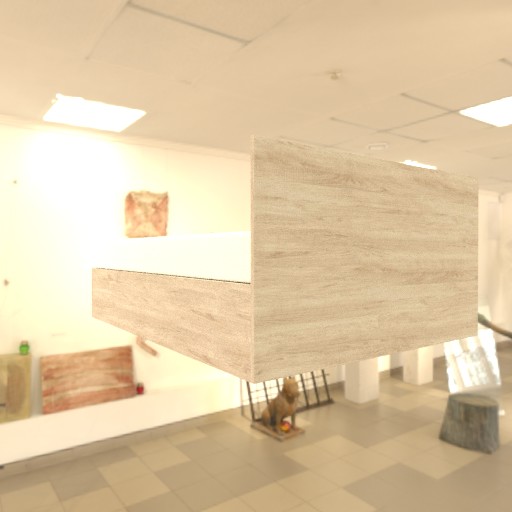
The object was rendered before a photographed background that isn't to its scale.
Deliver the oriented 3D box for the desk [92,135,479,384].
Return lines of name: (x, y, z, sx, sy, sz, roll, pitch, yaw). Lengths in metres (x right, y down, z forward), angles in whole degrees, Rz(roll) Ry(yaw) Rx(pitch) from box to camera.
desk: (0.000, 0.000, 2.600, 1.400, 0.800, 1.900, 0, 1, -36)
